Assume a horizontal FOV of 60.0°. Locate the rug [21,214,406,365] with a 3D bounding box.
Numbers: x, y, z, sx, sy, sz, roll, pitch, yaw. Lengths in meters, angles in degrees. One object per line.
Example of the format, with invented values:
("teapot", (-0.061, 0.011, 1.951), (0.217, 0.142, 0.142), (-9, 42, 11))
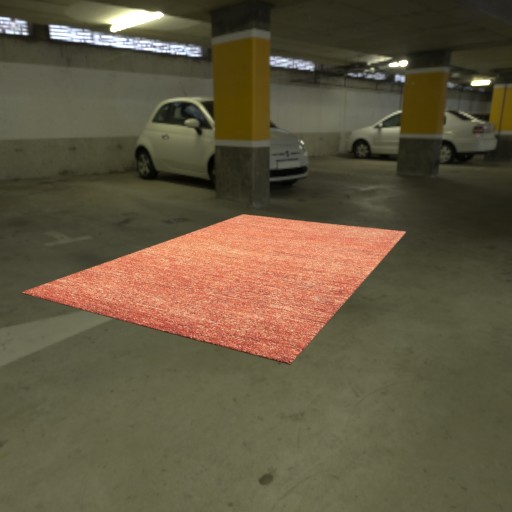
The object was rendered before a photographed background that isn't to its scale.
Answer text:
("rug", (0.000, 0.000, 2.204), (1.139, 0.011, 1.747), (9, 19, 27))
